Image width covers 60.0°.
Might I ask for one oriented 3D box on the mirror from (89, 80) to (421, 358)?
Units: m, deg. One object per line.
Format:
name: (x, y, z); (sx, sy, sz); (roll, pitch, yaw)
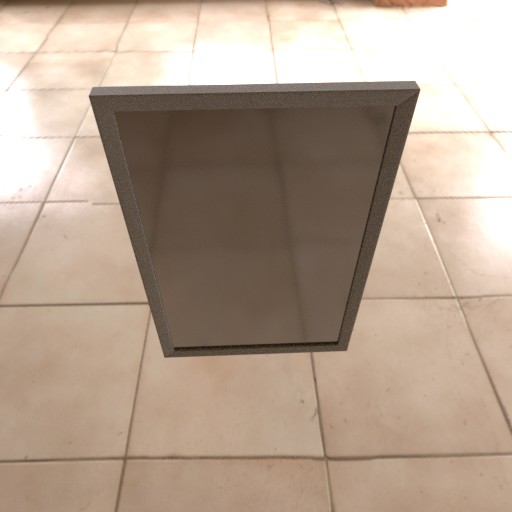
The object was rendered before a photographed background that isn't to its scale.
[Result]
mirror: (0.000, 0.000, 1.158); (0.609, 0.915, 0.040); (-2, 47, -2)
